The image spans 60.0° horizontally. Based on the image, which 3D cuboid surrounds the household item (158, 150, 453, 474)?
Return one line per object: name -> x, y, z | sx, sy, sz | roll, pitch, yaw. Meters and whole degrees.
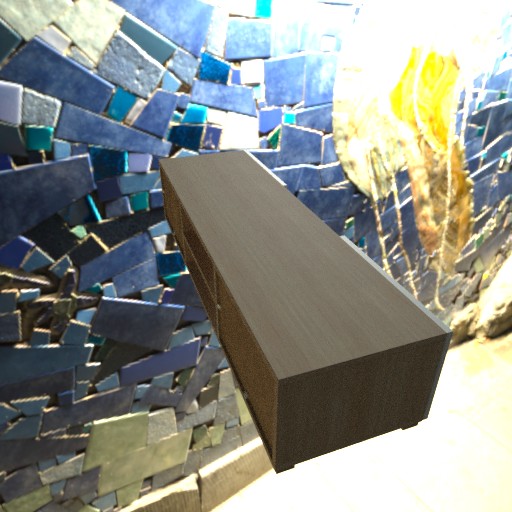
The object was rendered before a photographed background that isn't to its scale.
household item -> 0.000, 0.000, 1.560 | 0.420, 0.310, 1.400 | -11, 32, -17
